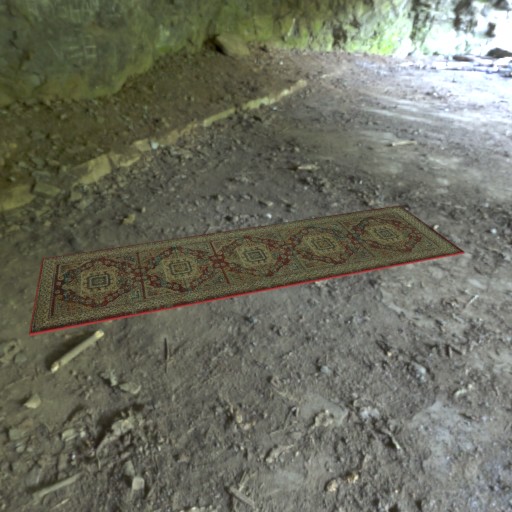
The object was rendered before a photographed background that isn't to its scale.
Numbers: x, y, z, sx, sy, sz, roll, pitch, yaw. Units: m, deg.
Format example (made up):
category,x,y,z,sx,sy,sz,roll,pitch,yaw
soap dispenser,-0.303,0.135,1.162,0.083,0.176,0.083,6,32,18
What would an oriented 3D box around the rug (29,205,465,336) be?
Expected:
category,x,y,z,sx,sy,sz,roll,pitch,yaw
rug,0.000,0.000,2.499,2.292,0.015,0.659,-9,33,-15
